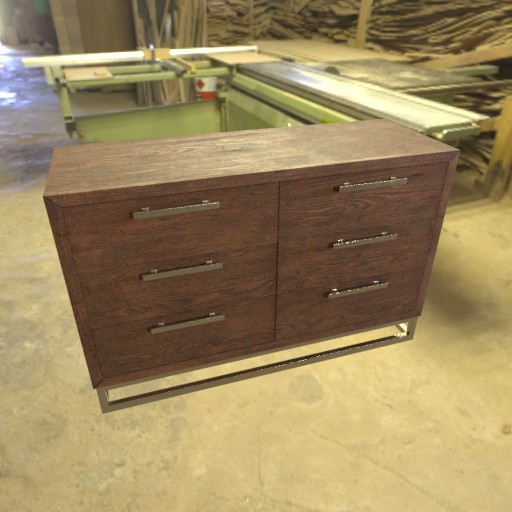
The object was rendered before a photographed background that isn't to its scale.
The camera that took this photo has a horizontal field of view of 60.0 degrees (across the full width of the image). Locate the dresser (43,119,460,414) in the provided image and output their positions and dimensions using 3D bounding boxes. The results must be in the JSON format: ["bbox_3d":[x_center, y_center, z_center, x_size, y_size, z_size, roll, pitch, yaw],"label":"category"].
[{"bbox_3d":[0.000,0.000,2.165,1.646,1.061,0.623,-9,32,-15],"label":"dresser"}]
